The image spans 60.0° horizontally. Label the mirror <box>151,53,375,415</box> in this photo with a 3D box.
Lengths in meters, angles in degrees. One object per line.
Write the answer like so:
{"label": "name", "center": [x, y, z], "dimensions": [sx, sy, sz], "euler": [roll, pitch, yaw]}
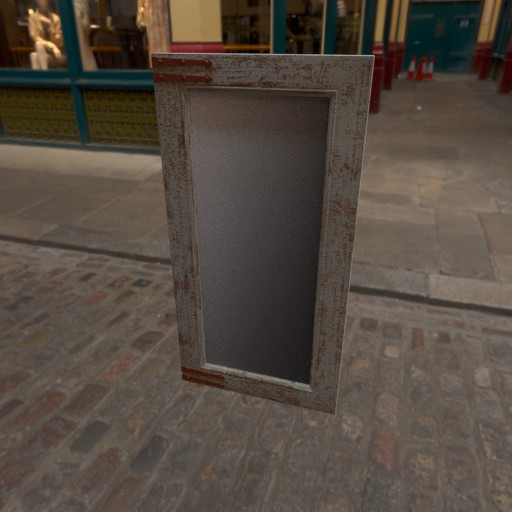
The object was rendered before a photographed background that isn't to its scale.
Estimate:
{"label": "mirror", "center": [0.000, 0.000, 1.113], "dimensions": [0.472, 0.922, 0.027], "euler": [8, 28, 15]}
